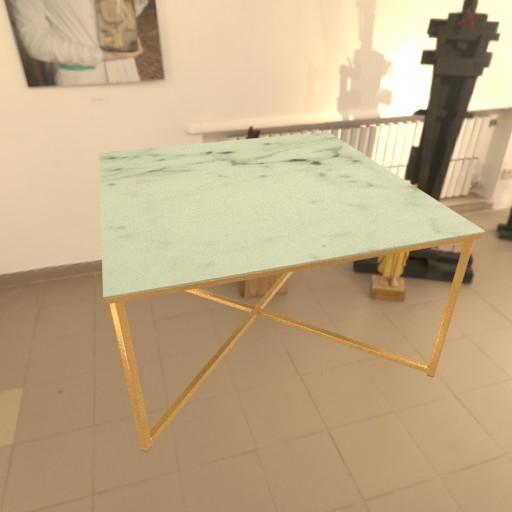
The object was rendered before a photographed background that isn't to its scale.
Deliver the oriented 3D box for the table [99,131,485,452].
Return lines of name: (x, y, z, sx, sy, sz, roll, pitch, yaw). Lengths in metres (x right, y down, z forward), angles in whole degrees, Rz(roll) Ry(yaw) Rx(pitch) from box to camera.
table: (0.000, 0.000, 1.307, 0.800, 0.450, 0.800, -9, 33, -15)
